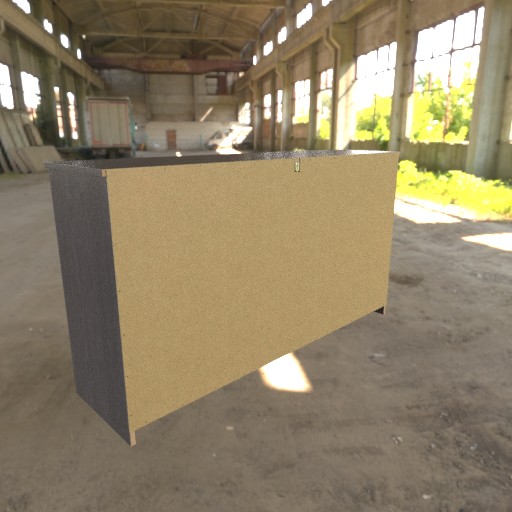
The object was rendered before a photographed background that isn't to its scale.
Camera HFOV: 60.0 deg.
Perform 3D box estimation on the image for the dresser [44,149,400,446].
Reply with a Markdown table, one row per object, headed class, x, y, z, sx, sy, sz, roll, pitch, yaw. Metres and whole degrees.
| class | x | y | z | sx | sy | sz | roll | pitch | yaw |
| --- | --- | --- | --- | --- | --- | --- | --- | --- | --- |
| dresser | 0.000 | 0.000 | 1.706 | 1.360 | 0.755 | 0.401 | -15 | 21 | -42 |
